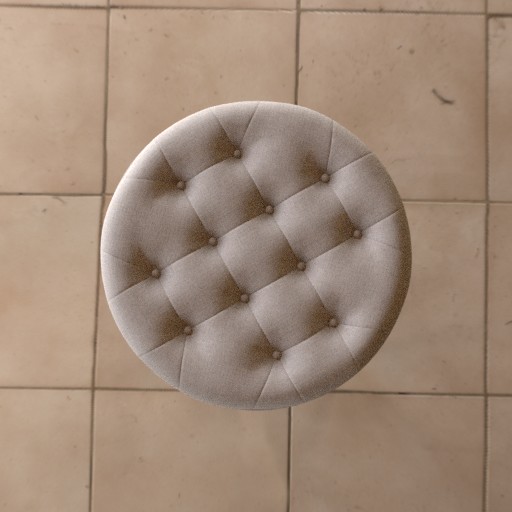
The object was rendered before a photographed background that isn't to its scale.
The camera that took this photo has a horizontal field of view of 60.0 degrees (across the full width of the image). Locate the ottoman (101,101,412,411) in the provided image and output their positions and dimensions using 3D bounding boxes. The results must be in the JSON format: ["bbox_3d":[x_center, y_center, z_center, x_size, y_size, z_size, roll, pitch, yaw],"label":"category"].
[{"bbox_3d":[0.000,0.000,1.376,0.849,0.478,0.849,0,88,-1],"label":"ottoman"}]
